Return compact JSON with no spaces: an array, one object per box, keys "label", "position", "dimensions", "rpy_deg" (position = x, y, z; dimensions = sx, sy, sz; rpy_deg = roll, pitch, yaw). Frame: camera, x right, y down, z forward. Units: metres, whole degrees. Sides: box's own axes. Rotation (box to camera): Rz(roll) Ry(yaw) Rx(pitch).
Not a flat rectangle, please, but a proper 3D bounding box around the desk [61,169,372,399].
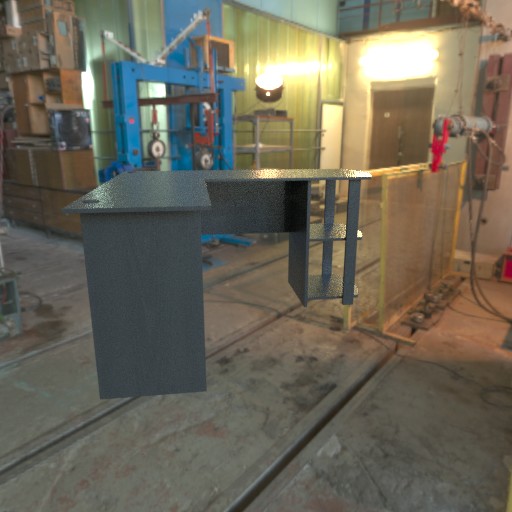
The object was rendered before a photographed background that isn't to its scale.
[{"label":"desk","position":[0.000,0.000,2.138],"dimensions":[1.361,0.716,1.303],"rpy_deg":[-2,16,-8]}]
